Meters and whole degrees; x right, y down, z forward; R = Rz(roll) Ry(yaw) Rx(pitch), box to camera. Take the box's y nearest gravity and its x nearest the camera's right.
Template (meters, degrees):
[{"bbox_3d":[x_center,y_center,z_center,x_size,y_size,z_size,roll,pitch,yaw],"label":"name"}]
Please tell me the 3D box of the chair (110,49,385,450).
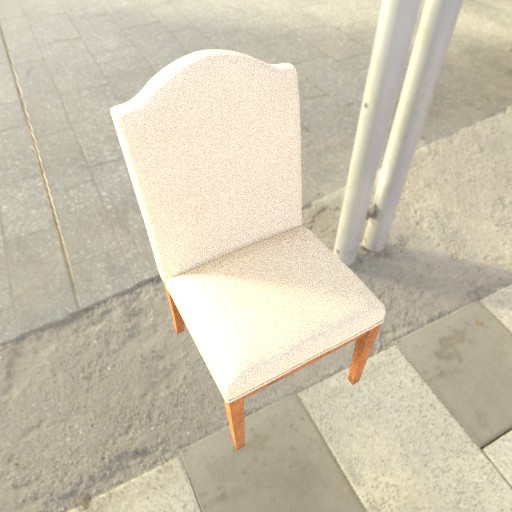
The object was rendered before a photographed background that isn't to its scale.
[{"bbox_3d":[0.000,0.000,1.348,0.534,1.012,0.648,-22,52,-19],"label":"chair"}]
